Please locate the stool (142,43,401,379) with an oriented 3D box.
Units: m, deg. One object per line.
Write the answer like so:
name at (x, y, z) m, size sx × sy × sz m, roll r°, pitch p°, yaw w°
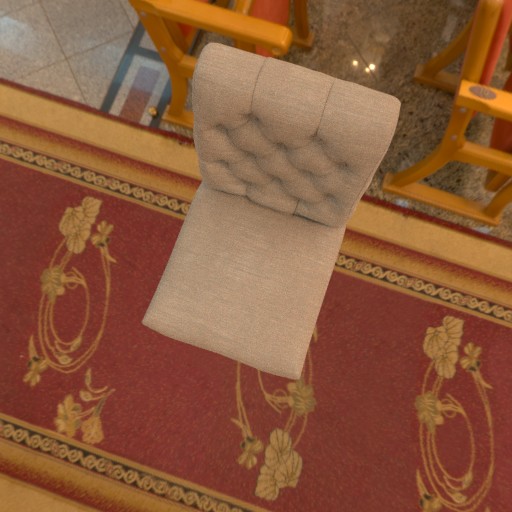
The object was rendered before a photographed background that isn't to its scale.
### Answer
stool at (0.000, 0.000, 1.422) m, size 0.486 × 1.084 × 0.660 m, roll 19°, pitch 77°, yaw 4°
